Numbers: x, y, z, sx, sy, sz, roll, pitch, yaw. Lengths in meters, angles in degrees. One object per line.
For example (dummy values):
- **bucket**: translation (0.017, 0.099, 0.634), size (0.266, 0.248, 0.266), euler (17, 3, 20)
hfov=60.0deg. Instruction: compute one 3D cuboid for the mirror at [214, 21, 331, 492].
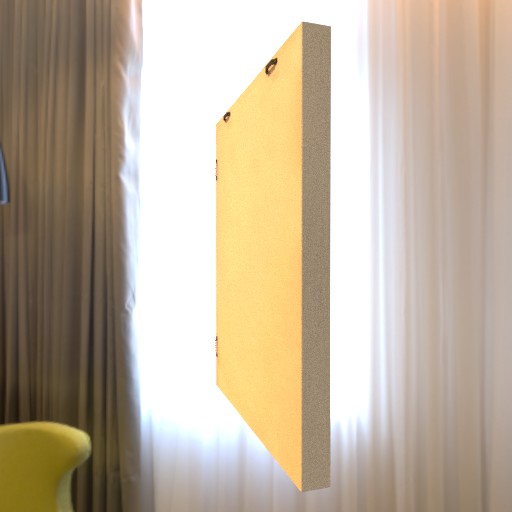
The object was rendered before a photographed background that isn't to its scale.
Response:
- **mirror**: translation (0.000, 0.000, 0.675), size (0.041, 0.509, 0.406), euler (0, 1, -18)
